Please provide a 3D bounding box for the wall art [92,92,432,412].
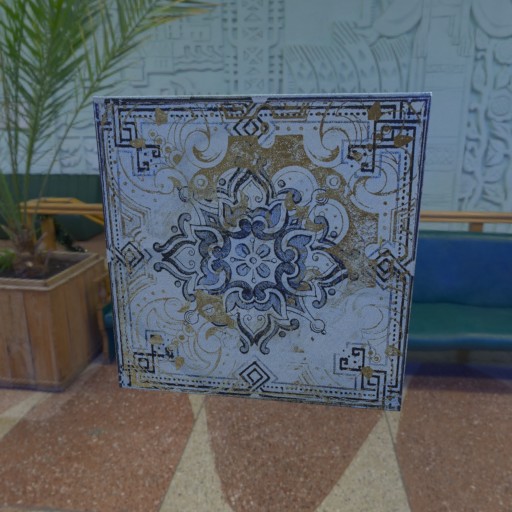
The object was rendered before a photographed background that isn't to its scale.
[{"bbox_3d":[0.000,0.000,0.449,0.302,0.306,0.038,2,15,8],"label":"wall art"}]
